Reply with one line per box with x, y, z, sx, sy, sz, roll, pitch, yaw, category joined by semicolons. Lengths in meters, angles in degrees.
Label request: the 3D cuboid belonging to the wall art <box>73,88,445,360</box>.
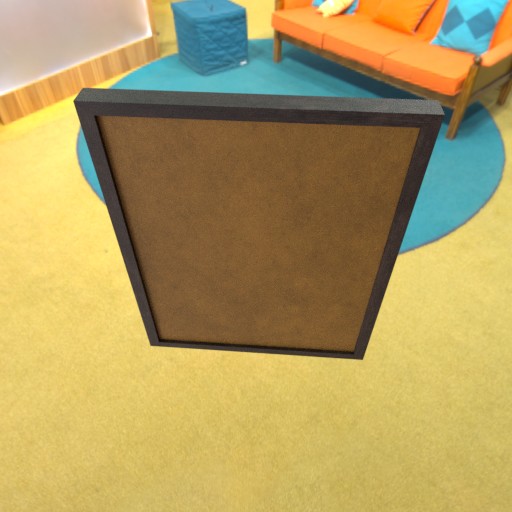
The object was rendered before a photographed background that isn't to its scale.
0.000;0.000;0.547;0.329;0.406;0.027;3;46;3;wall art
